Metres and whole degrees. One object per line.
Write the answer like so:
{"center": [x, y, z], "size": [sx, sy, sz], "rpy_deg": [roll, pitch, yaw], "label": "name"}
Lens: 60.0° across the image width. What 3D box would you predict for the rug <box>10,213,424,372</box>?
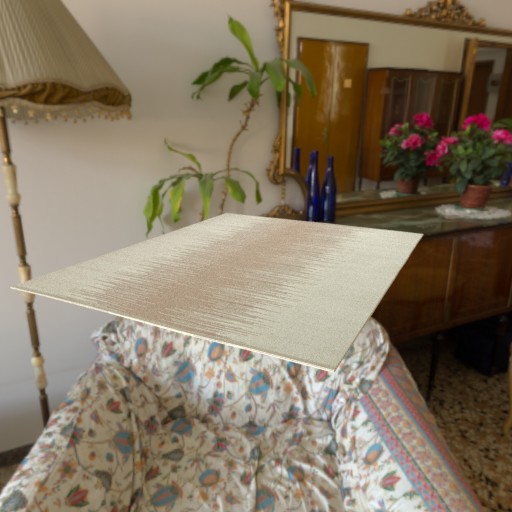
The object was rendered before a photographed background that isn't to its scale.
{"center": [0.000, 0.000, 3.963], "size": [2.438, 0.013, 3.048], "rpy_deg": [9, 19, 26], "label": "rug"}
